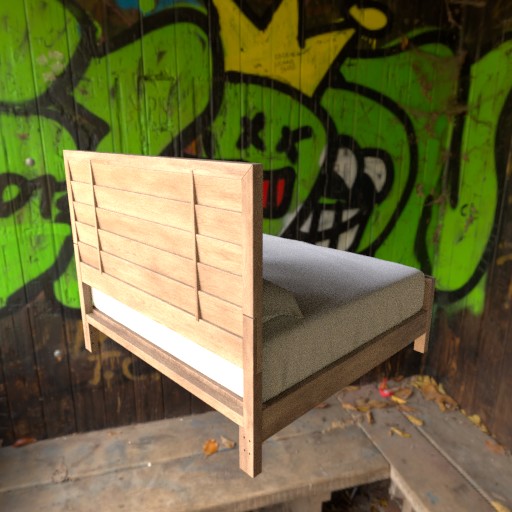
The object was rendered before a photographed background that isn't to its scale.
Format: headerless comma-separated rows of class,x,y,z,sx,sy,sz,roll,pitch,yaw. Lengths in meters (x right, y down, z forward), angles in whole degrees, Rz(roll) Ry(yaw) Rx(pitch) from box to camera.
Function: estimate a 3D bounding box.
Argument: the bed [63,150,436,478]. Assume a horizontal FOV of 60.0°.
bed,0.000,0.000,3.493,2.032,1.626,2.032,-15,22,-42
